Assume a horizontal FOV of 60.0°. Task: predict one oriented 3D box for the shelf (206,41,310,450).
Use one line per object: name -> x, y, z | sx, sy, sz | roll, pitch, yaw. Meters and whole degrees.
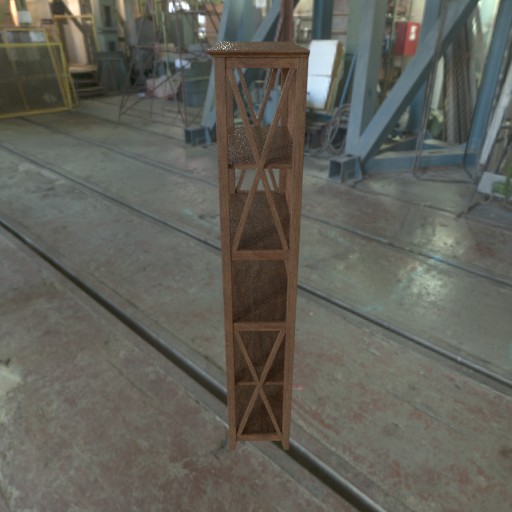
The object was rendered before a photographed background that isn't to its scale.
shelf -> 0.000, 0.000, 2.215 | 0.335, 1.905, 0.805 | 0, 28, -1
